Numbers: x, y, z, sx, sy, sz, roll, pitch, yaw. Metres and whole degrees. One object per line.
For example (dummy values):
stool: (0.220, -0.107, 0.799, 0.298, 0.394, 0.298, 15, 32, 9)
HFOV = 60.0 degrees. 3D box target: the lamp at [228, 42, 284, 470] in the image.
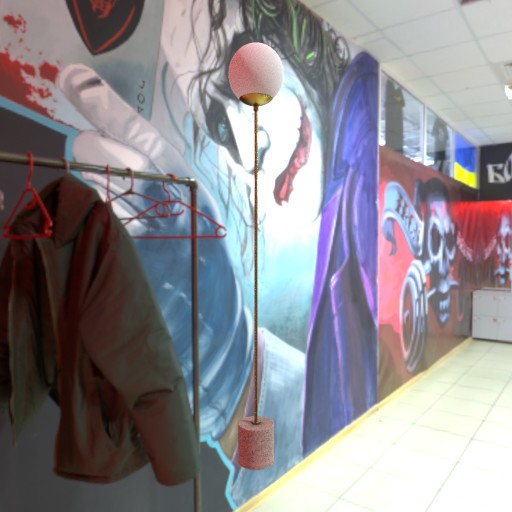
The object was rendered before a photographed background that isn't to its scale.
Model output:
lamp: (0.000, 0.000, 1.861, 0.229, 1.748, 0.229, -1, 2, -20)
